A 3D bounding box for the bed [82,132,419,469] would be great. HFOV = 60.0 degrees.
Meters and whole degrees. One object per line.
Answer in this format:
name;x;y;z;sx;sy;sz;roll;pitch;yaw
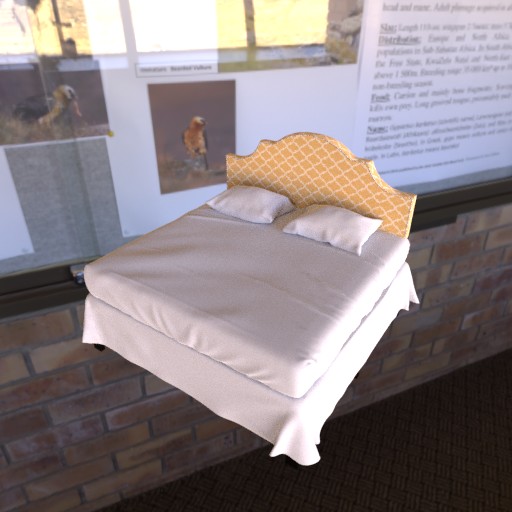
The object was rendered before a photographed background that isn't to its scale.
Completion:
bed;0.000;0.000;3.683;2.314;1.601;2.222;19;36;29
